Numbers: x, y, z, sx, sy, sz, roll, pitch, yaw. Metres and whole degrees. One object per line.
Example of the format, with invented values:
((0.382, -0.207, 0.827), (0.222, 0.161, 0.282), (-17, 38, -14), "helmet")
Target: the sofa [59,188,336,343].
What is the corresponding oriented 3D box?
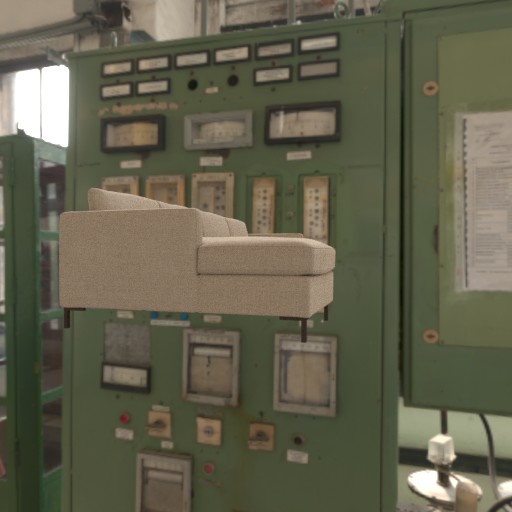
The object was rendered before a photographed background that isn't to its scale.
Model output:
((0.000, 0.000, 3.653), (1.469, 0.816, 2.923), (0, 0, 17), "sofa")
